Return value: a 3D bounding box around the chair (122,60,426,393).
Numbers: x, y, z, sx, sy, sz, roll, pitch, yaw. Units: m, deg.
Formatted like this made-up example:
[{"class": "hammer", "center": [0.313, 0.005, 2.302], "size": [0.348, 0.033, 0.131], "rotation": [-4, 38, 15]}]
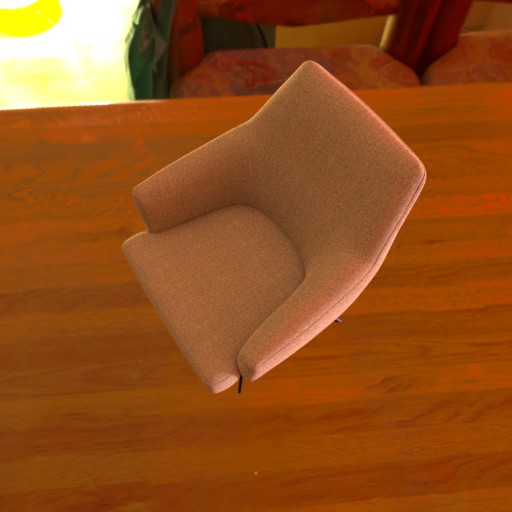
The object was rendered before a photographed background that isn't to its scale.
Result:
[{"class": "chair", "center": [0.000, 0.000, 1.358], "size": [0.677, 0.874, 0.642], "rotation": [-32, 68, -14]}]
